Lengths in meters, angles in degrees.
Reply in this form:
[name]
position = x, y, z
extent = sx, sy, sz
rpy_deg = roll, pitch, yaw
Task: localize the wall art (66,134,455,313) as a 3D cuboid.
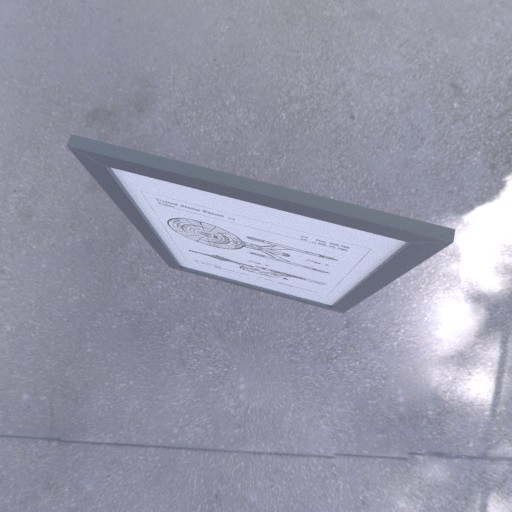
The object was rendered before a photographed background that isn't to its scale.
[wall art]
position = 0.000, 0.000, 0.673
extent = 0.376, 0.529, 0.013
rpy_deg = 15, 76, 4
